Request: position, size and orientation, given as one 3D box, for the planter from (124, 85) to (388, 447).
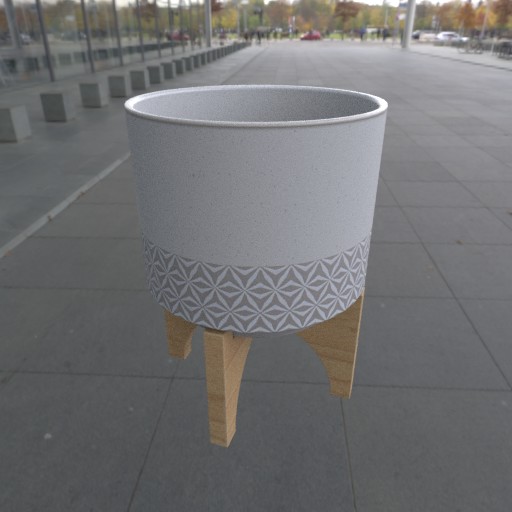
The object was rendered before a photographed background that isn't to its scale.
[{"bbox_3d":[0.000,0.000,0.386,0.188,0.260,0.188,0,27,0],"label":"planter"}]
